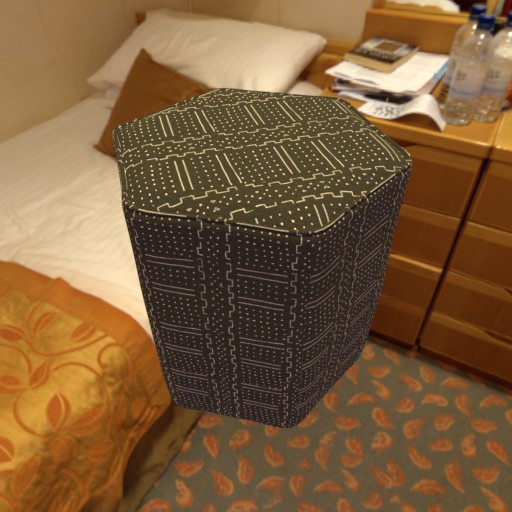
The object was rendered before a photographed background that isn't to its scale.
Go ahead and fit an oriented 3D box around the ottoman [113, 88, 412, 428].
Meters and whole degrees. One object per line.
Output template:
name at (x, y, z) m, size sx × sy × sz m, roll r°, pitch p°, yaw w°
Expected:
ottoman at (0.000, 0.000, 0.865) m, size 0.443 × 0.502 × 0.494 m, roll -12°, pitch 43°, yaw -13°
